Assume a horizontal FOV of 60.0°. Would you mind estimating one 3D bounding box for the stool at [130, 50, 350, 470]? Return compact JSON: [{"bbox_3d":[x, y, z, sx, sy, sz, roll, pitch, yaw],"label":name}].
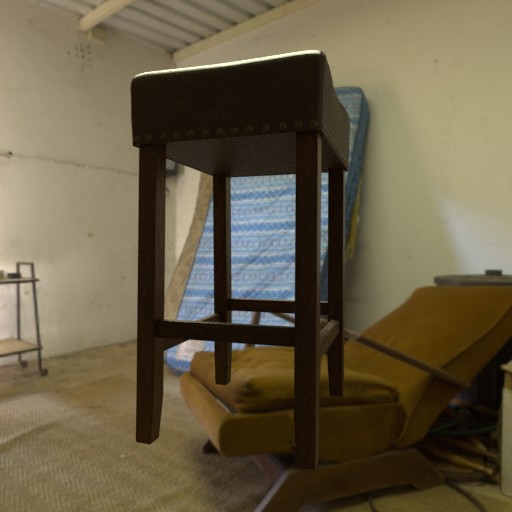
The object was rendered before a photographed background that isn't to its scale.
[{"bbox_3d":[0.000,0.000,1.067,0.401,0.769,0.465,0,1,18],"label":"stool"}]
